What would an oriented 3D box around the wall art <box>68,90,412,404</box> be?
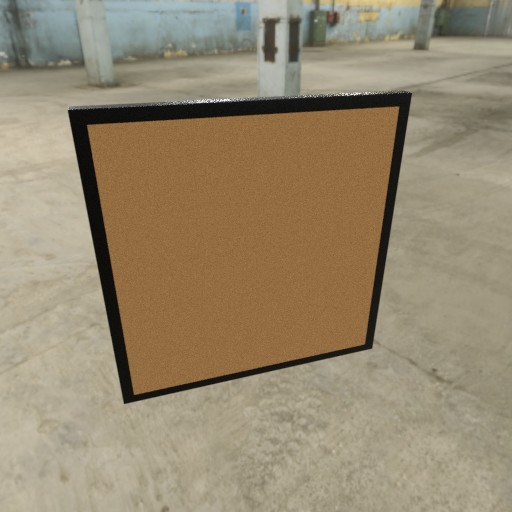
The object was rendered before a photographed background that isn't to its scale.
[{"bbox_3d":[0.000,0.000,1.126,0.755,0.761,0.038,-8,29,-16],"label":"wall art"}]
